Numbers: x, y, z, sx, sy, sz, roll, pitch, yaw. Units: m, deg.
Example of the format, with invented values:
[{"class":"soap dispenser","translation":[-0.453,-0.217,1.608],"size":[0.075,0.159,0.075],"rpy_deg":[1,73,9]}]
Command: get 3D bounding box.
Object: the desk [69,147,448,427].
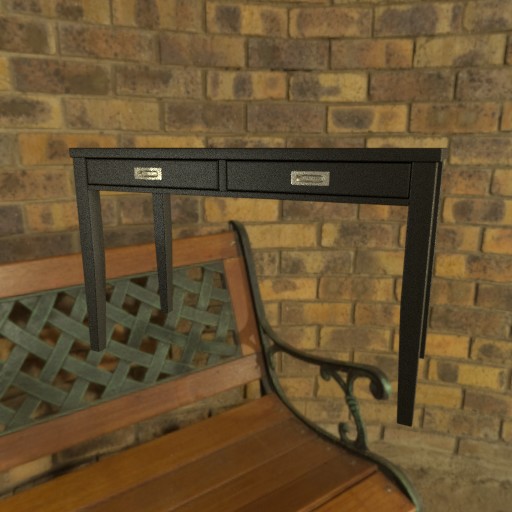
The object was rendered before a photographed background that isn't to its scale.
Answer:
[{"class":"desk","translation":[0.000,0.000,1.632],"size":[1.220,0.775,0.508],"rpy_deg":[6,15,24]}]
